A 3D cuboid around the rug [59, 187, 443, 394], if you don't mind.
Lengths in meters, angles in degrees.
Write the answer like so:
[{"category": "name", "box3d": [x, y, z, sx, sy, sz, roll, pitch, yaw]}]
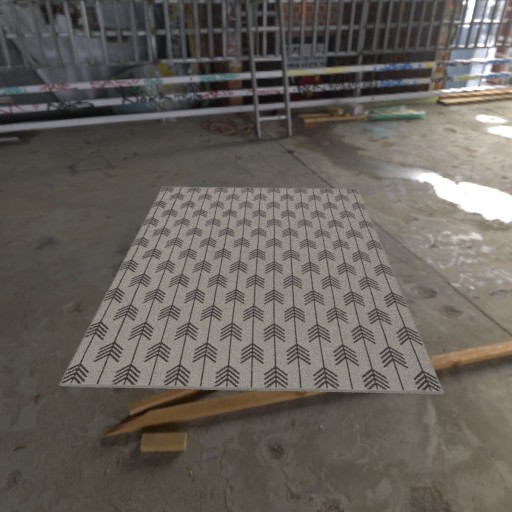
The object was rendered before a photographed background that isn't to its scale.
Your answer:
[{"category": "rug", "box3d": [0.000, 0.000, 3.967, 2.330, 0.010, 3.061, 1, 32, 1]}]
